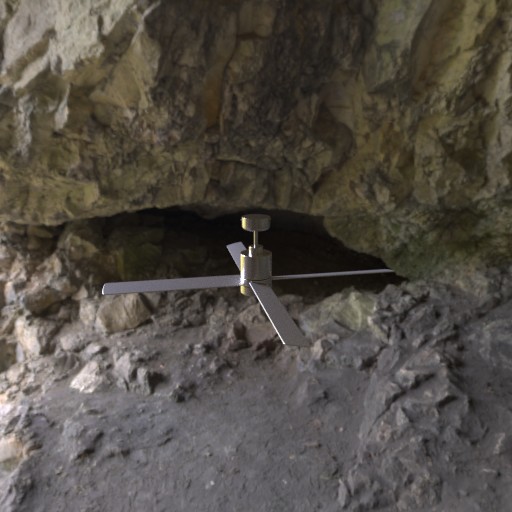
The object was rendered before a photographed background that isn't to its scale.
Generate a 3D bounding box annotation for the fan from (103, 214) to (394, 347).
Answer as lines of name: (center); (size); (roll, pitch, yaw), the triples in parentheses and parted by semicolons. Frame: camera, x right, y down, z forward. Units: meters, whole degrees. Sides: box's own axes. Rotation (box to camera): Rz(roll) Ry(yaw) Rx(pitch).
fan: (0.000, 0.000, 1.973); (1.322, 0.355, 1.322); (-3, 16, -11)
